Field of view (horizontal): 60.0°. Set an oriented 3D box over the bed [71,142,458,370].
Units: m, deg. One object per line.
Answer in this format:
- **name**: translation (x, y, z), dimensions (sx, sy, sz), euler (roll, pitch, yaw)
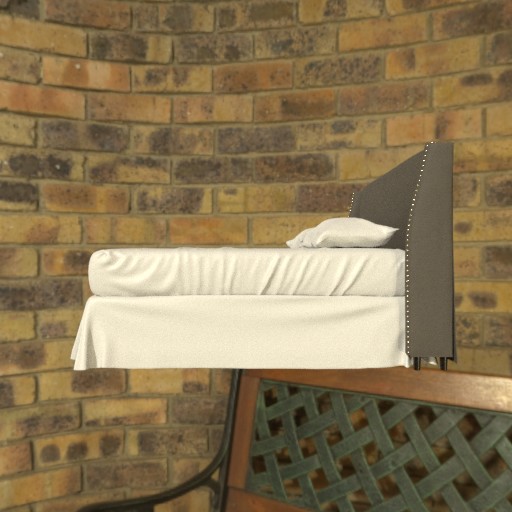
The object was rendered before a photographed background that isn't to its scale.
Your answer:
- **bed**: translation (0.000, 0.000, 3.454), dimensions (2.276, 1.332, 1.925), euler (0, 0, 0)
